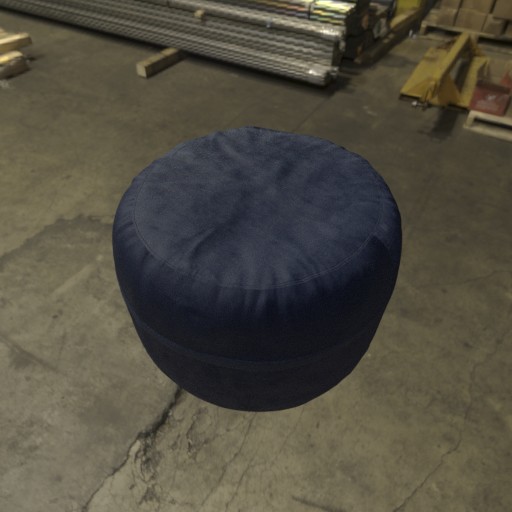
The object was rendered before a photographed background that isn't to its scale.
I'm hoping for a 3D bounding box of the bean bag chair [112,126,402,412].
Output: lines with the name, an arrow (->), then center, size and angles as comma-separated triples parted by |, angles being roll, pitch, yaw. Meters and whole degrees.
bean bag chair -> 0.000, 0.000, 2.008 | 1.219, 0.762, 1.219 | 0, 46, 0
